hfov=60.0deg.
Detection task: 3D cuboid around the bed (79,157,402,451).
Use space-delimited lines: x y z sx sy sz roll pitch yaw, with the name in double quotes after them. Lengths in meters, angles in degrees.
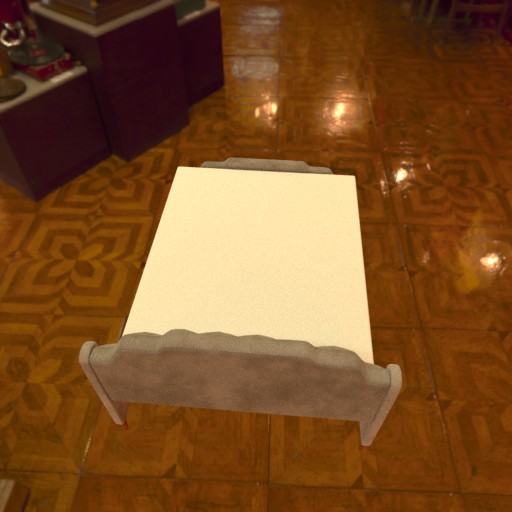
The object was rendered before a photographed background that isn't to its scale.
0.000 0.000 3.329 1.676 1.245 2.340 4 48 3 "bed"
